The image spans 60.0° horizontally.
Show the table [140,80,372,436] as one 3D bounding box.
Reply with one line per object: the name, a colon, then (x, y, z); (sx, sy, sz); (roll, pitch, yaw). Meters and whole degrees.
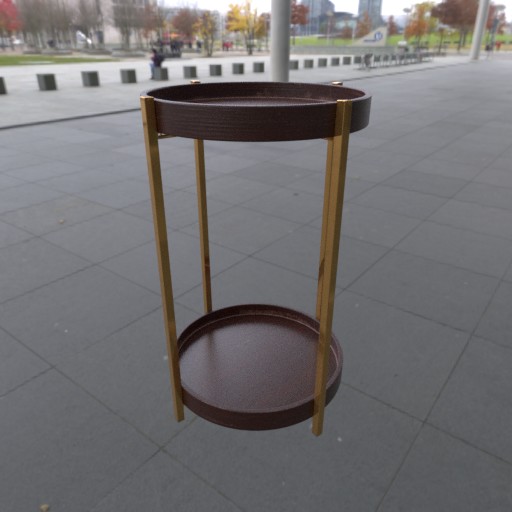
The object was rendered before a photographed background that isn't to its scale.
table: (0.000, 0.000, 0.858); (0.400, 0.610, 0.400); (-19, 32, -33)
